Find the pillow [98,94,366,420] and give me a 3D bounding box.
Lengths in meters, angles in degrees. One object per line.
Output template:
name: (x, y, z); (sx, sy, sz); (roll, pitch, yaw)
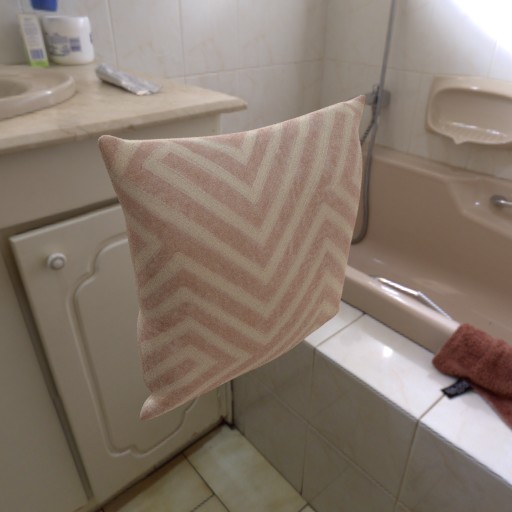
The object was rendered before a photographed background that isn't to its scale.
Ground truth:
pillow: (0.000, 0.000, 0.685); (0.440, 0.441, 0.182); (-22, 37, -32)
